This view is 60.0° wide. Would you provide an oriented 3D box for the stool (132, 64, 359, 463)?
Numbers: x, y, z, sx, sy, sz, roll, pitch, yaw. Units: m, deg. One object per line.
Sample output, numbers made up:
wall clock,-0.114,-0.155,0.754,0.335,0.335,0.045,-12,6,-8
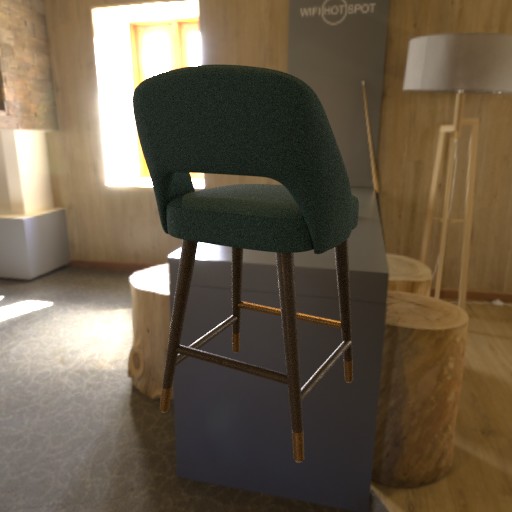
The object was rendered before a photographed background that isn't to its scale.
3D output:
stool,0.000,0.000,1.246,0.536,0.939,0.522,8,18,27
